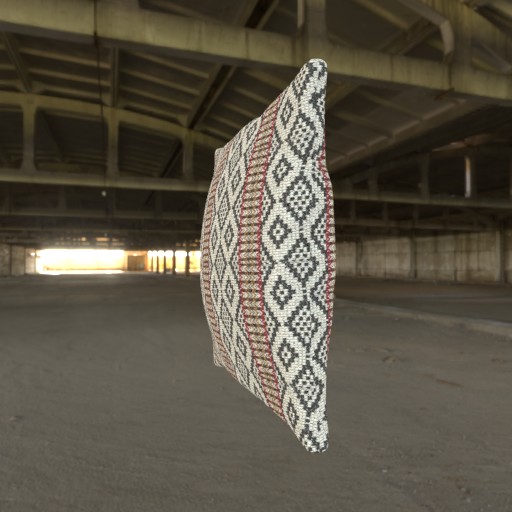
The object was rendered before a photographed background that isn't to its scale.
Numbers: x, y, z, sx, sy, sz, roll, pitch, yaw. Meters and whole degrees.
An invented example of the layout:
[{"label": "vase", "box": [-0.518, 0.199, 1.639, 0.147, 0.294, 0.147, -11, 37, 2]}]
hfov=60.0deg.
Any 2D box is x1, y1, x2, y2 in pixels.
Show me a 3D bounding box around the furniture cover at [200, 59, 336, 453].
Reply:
[{"label": "furniture cover", "box": [0.000, 0.000, 0.798, 0.182, 0.506, 0.503, 0, -1, -19]}]
